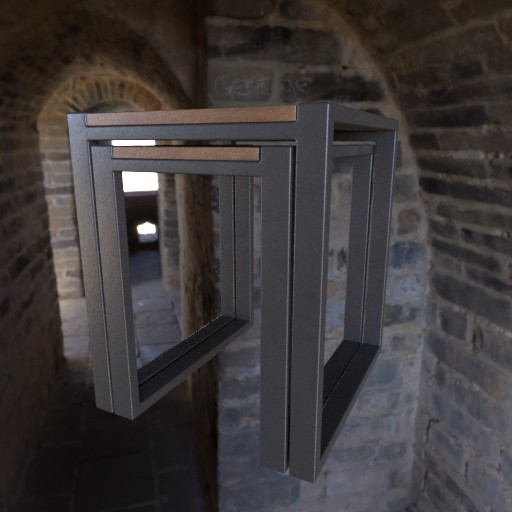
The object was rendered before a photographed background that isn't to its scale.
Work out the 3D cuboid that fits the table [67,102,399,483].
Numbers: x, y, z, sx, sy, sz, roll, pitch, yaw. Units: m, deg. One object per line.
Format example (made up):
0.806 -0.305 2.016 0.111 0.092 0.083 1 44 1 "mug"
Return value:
0.000 0.000 0.916 0.449 0.550 0.500 7 16 26 "table"
